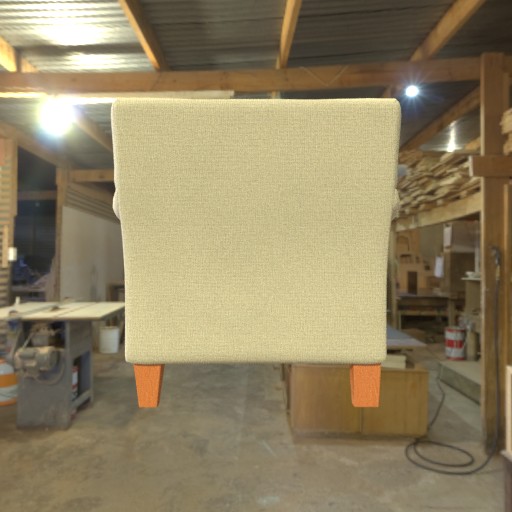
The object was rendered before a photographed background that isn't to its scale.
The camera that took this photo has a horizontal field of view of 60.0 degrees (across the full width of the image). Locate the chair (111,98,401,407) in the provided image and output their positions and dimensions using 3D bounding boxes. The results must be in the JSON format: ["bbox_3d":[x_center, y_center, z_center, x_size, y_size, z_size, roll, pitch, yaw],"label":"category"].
[{"bbox_3d":[0.000,0.000,1.845,0.955,1.038,1.070,0,-1,0],"label":"chair"}]
